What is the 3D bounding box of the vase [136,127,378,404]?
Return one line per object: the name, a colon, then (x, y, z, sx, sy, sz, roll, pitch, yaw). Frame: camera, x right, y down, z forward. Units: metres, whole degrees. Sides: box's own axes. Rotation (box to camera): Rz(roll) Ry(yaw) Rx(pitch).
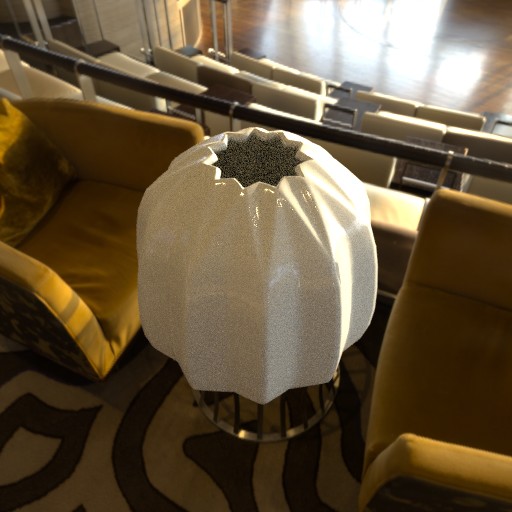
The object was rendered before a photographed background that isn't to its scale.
vase: (0.000, 0.000, 0.252, 0.139, 0.134, 0.139, 0, 46, 0)
